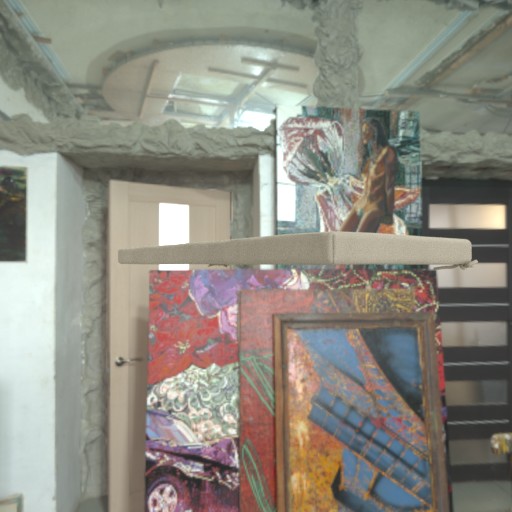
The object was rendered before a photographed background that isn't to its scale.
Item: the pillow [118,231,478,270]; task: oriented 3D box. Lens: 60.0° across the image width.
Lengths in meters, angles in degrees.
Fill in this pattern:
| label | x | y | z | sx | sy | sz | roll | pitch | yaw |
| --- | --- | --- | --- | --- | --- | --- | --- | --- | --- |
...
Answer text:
| label | x | y | z | sx | sy | sz | roll | pitch | yaw |
| --- | --- | --- | --- | --- | --- | --- | --- | --- | --- |
| pillow | 0.000 | 0.000 | 1.361 | 0.492 | 0.081 | 1.187 | 1 | -1 | -35 |
